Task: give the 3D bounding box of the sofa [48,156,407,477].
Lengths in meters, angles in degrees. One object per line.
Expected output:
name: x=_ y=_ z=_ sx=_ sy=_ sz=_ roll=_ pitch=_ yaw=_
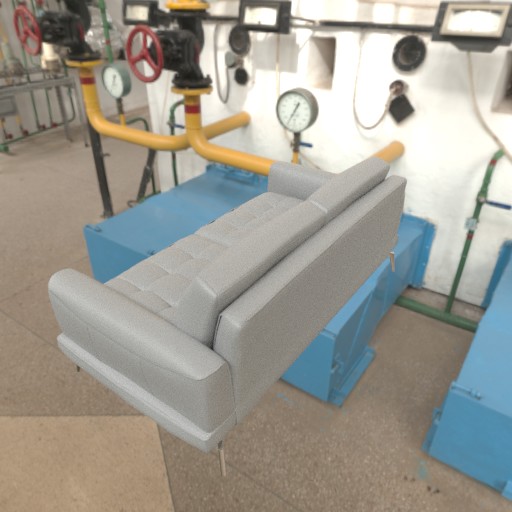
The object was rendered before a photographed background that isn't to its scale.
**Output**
sofa: x=0.000 y=0.000 z=2.694 sx=1.121 sy=0.930 sz=2.177 roll=21 pitch=38 yaw=30
